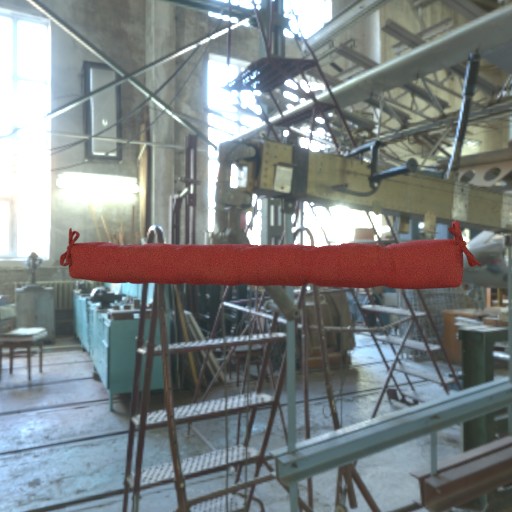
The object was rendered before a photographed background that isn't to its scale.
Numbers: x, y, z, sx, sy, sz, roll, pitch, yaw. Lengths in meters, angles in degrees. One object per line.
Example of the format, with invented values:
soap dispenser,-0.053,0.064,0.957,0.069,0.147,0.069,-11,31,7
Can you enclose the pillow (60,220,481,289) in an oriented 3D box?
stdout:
pillow,0.000,0.000,1.366,1.194,0.174,0.511,0,0,18
